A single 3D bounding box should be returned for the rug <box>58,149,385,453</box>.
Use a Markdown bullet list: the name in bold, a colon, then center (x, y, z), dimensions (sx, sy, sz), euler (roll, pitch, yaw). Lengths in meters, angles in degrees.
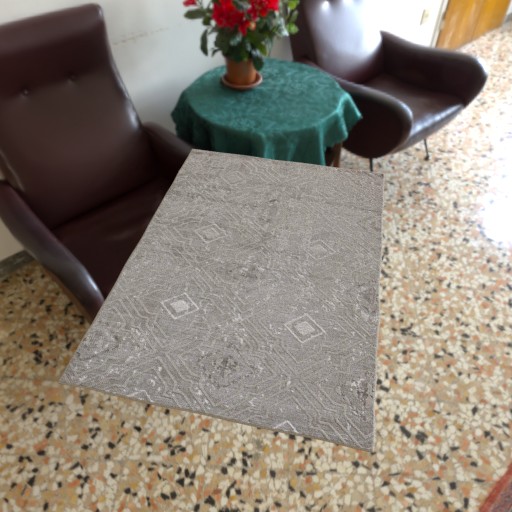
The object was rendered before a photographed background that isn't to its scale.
- **rug**: center (0.000, 0.000, 4.409), dimensions (2.448, 0.020, 3.359), euler (9, 47, 9)
